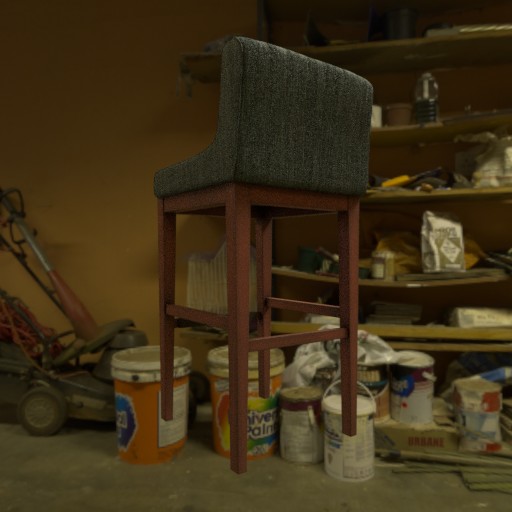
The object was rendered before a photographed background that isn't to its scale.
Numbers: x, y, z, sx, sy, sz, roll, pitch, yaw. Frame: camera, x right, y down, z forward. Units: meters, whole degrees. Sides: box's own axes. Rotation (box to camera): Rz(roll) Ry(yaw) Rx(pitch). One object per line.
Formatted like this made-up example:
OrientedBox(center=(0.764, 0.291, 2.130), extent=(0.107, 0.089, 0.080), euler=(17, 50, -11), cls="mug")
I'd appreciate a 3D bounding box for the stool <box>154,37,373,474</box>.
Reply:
OrientedBox(center=(0.000, 0.000, 1.249), extent=(0.426, 0.965, 0.499), euler=(0, 0, -35), cls="stool")
